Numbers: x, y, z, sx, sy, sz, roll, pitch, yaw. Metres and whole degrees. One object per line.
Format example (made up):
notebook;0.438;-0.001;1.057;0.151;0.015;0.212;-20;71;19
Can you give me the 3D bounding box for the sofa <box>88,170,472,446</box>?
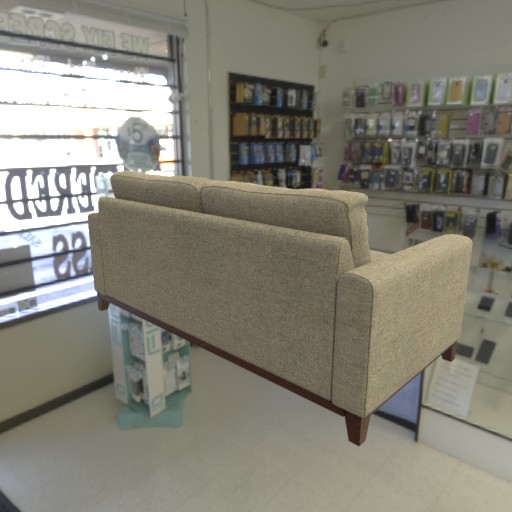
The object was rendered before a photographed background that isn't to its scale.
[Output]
sofa;0.000;0.000;2.450;1.978;0.892;0.969;14;20;42
